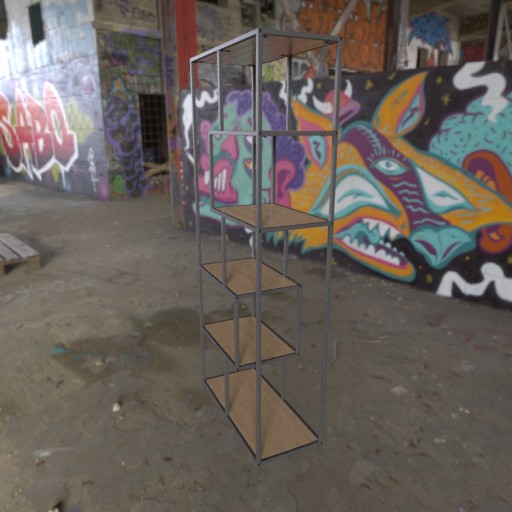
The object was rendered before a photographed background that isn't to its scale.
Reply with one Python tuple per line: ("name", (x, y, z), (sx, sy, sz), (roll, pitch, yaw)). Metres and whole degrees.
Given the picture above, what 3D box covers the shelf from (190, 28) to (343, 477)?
("shelf", (0.000, 0.000, 2.160), (0.350, 1.850, 0.770), (-8, 18, -24))
